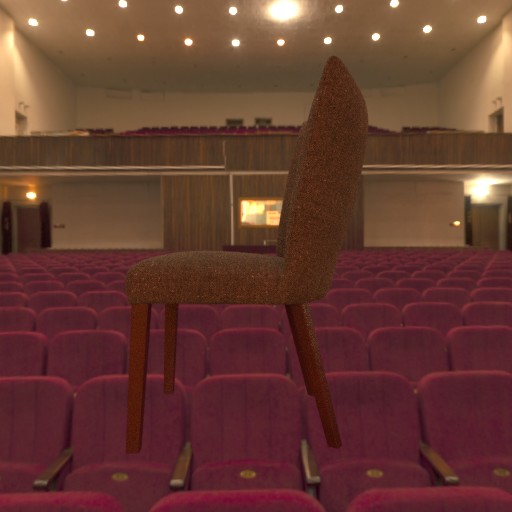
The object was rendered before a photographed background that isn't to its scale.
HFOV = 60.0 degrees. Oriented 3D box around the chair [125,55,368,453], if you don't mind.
[{"bbox_3d":[0.000,0.000,1.273,0.623,0.924,0.535,0,0,0],"label":"chair"}]
